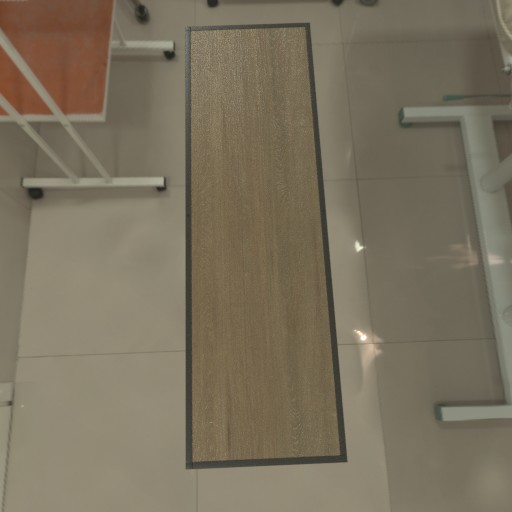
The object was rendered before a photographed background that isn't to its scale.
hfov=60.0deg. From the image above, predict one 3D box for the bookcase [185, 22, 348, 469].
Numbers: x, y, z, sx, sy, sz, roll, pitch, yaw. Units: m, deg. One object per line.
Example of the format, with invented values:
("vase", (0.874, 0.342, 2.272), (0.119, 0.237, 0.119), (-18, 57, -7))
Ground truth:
("bookcase", (0.000, 0.000, 1.476), (0.350, 0.780, 1.140), (-2, 75, -1))
